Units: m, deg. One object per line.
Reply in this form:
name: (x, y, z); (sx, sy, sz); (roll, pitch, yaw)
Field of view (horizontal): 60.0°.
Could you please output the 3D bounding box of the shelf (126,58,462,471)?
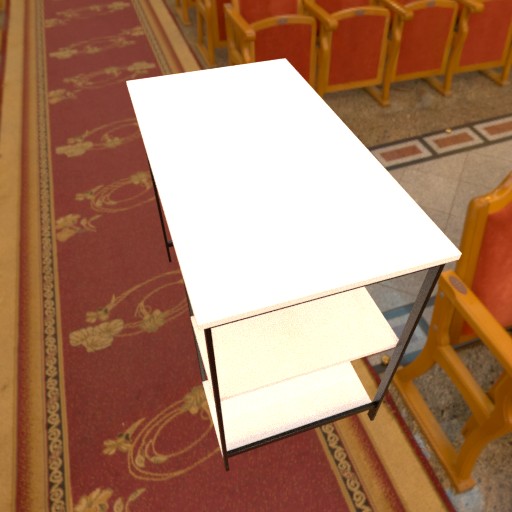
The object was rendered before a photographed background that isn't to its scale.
shelf: (0.000, 0.000, 1.327); (0.498, 0.750, 0.902); (-14, 48, -13)
